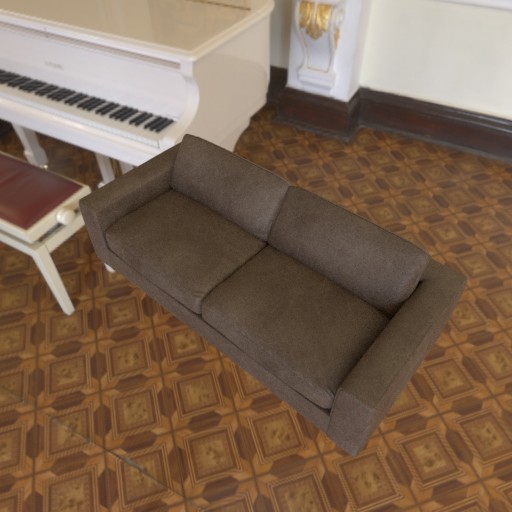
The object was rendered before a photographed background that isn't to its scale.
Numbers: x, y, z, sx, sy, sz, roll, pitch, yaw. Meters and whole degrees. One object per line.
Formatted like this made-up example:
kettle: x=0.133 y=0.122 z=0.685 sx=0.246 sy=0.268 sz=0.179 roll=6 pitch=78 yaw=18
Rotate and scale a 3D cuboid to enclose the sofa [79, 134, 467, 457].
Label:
sofa: x=0.000 y=0.000 z=2.826 sx=2.262 sy=0.801 sz=1.070 roll=32 pitch=54 yaw=27
